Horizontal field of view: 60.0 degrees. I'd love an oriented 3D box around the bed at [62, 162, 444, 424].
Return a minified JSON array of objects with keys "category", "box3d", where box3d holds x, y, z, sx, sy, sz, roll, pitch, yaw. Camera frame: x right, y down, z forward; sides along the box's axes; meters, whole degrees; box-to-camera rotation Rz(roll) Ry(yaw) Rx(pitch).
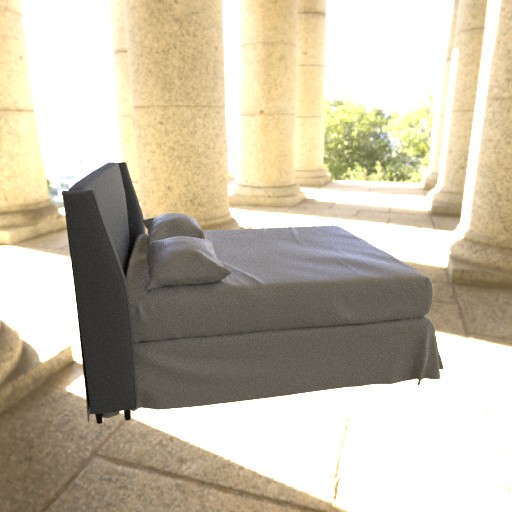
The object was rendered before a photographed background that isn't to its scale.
[{"category":"bed","box3d":[0.000,0.000,3.374,2.276,1.332,1.925,-3,17,-11]}]
